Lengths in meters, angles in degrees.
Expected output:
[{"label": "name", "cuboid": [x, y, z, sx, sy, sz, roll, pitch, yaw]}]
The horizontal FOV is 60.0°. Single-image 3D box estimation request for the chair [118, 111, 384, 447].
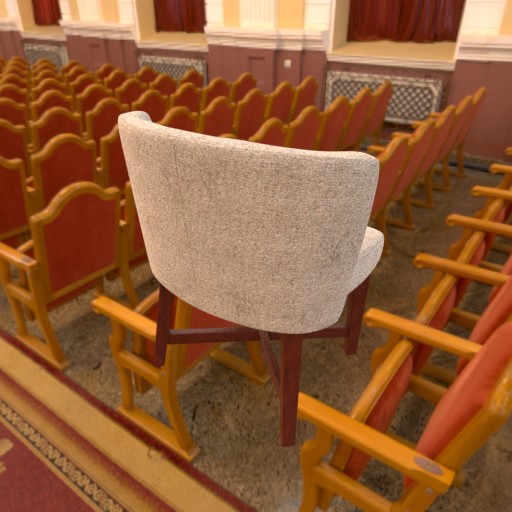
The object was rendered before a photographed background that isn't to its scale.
[{"label": "chair", "cuboid": [0.000, 0.000, 1.302, 0.728, 0.827, 0.575, 20, 35, 31]}]
